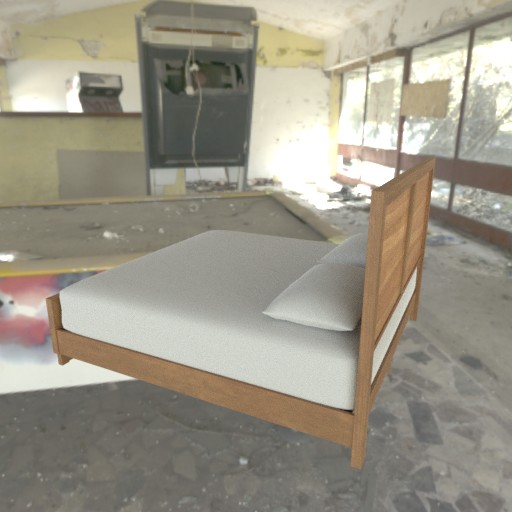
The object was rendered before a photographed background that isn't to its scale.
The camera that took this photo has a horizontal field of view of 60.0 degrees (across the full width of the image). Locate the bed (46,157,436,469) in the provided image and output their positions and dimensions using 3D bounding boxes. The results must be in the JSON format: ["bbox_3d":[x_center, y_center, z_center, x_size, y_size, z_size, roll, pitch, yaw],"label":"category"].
[{"bbox_3d":[0.000,0.000,3.336,2.184,1.387,2.003,8,19,26],"label":"bed"}]
